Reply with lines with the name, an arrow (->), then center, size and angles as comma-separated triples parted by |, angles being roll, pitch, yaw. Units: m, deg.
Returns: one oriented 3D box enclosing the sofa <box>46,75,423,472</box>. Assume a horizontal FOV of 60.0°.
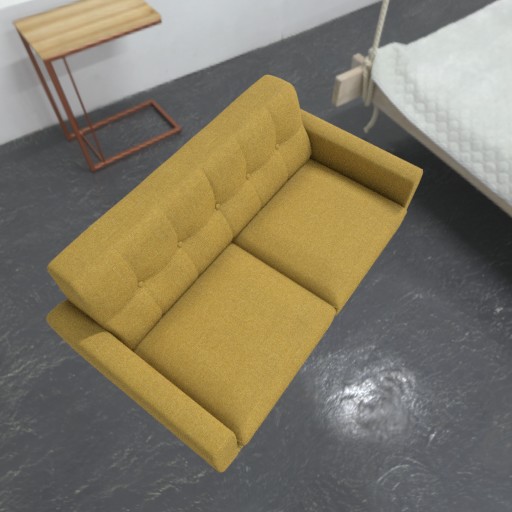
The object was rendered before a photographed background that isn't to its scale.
sofa -> 0.000, 0.000, 2.087 | 0.909, 0.841, 1.631 | 32, 64, 18
